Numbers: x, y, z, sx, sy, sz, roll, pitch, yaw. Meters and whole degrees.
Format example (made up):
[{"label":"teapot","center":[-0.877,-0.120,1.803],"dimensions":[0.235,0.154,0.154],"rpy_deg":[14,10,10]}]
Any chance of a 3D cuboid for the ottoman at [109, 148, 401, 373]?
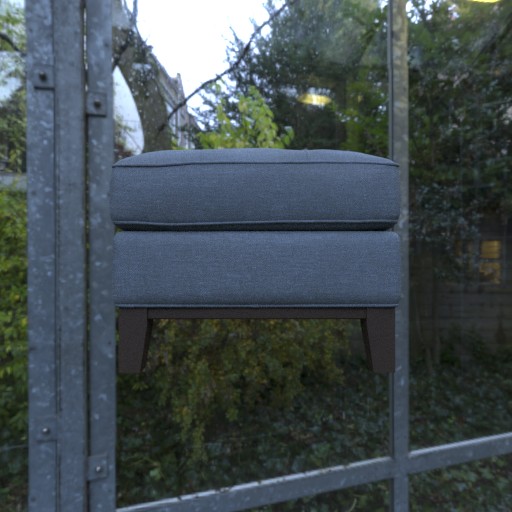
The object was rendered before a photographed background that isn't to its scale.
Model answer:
[{"label":"ottoman","center":[0.000,0.000,1.506],"dimensions":[0.648,0.514,1.143],"rpy_deg":[0,0,0]}]
